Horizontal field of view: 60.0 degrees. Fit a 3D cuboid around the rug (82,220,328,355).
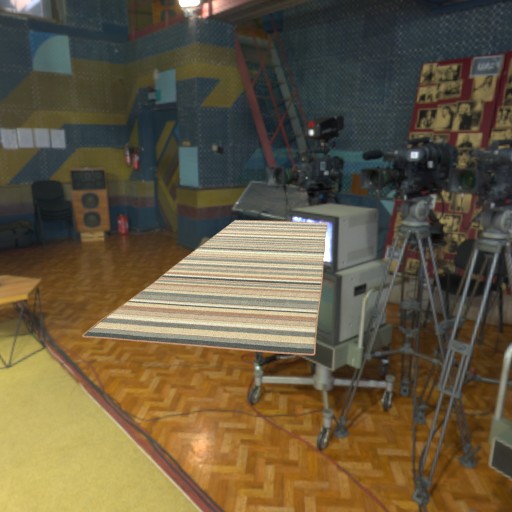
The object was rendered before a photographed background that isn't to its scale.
[{"bbox_3d":[0.000,0.000,2.614,0.799,0.010,2.444,2,14,10],"label":"rug"}]
